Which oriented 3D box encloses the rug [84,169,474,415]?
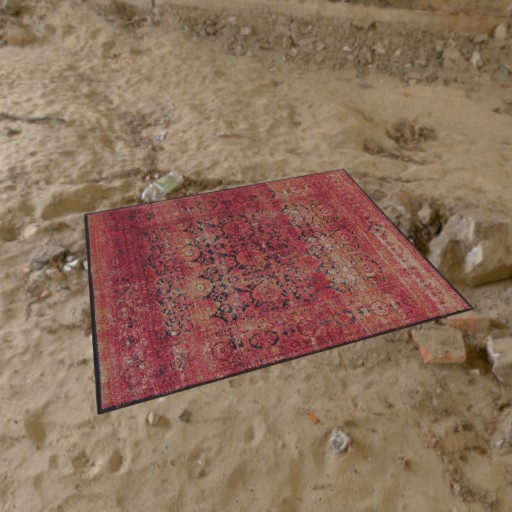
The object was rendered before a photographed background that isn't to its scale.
[{"bbox_3d":[0.000,0.000,4.177,3.032,0.020,2.411,-12,42,-14],"label":"rug"}]
